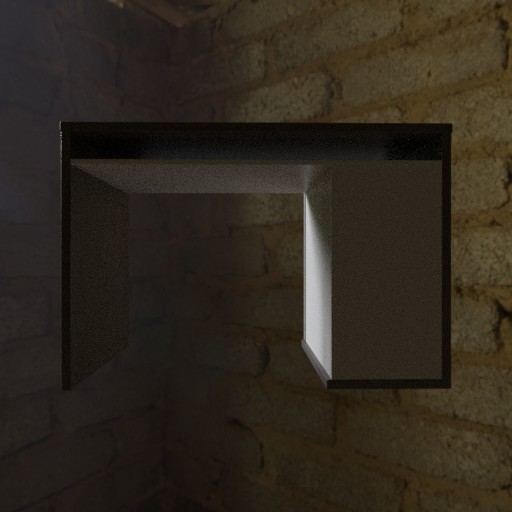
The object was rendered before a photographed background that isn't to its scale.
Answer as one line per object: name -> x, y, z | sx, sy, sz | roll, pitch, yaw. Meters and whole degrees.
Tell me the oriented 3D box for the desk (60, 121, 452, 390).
desk -> 0.000, 0.000, 1.541 | 1.100, 0.750, 0.600 | 0, 0, -1
